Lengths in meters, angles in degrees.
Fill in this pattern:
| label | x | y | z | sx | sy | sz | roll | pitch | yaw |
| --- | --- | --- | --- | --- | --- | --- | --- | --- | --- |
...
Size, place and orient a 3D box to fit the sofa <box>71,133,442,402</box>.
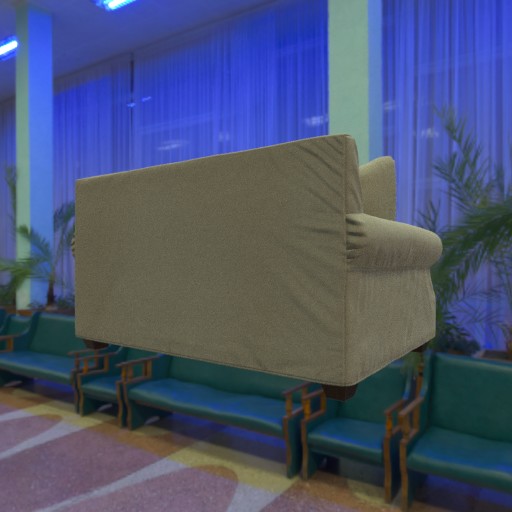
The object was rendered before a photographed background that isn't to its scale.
| label | x | y | z | sx | sy | sz | roll | pitch | yaw |
| --- | --- | --- | --- | --- | --- | --- | --- | --- | --- |
| sofa | 0.000 | 0.000 | 2.154 | 1.550 | 0.905 | 1.070 | 0 | 0 | 36 |
